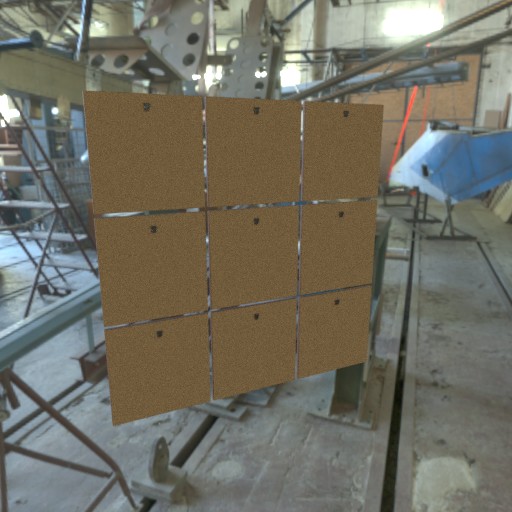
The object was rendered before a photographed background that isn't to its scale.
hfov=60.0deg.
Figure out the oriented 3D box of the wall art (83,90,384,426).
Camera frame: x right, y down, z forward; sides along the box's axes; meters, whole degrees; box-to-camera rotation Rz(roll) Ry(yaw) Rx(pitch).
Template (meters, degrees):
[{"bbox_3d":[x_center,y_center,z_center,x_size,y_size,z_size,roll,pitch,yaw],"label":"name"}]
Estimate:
[{"bbox_3d":[0.000,0.000,1.815,1.221,1.218,0.024,-7,16,-25],"label":"wall art"}]
